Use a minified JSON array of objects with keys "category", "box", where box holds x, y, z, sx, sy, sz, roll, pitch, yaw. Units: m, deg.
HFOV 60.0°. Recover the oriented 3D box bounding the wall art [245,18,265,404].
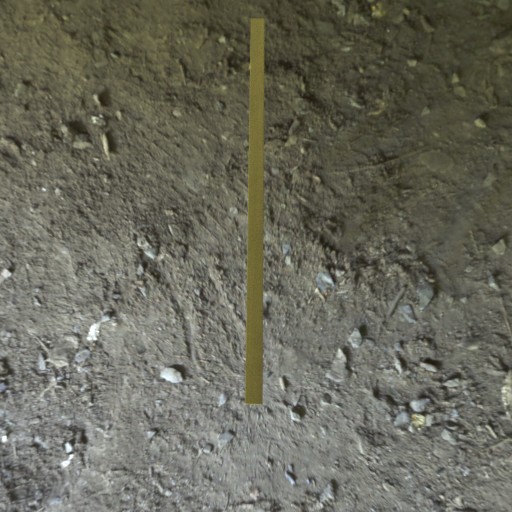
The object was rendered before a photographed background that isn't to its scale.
[{"category":"wall art","box":[0.000,0.000,1.341,0.030,1.002,0.798,1,75,0]}]
